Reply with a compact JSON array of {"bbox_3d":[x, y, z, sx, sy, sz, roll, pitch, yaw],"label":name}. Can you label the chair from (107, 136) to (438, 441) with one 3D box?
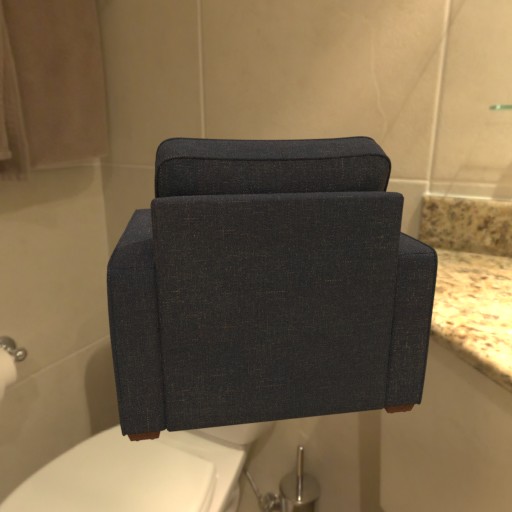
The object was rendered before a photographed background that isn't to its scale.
[{"bbox_3d":[0.000,0.000,1.742,1.017,0.919,0.940,-3,16,-9],"label":"chair"}]
